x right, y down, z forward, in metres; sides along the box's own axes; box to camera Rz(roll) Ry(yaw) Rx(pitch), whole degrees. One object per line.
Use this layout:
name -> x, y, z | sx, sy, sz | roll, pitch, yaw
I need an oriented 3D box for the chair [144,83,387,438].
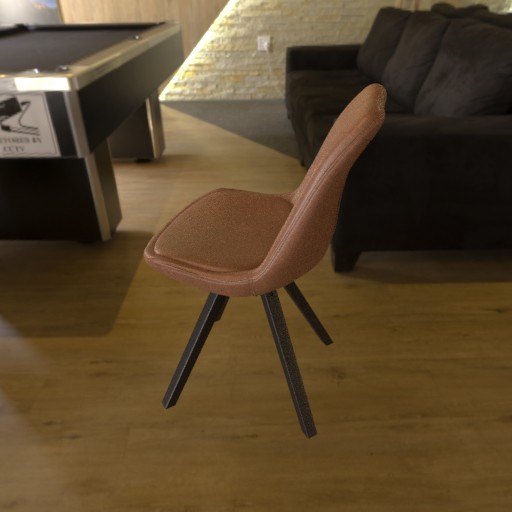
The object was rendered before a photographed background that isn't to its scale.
chair -> 0.000, 0.000, 1.178 | 0.550, 0.850, 0.475 | 8, 33, 13
